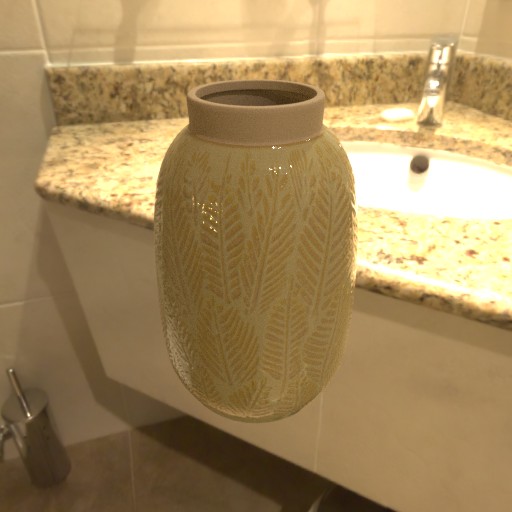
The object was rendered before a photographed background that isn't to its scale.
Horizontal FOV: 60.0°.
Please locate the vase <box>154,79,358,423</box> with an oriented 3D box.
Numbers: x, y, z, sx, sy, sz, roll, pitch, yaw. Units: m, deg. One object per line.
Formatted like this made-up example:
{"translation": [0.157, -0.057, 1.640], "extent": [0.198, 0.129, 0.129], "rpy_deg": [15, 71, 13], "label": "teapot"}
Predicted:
{"translation": [0.000, 0.000, 0.380], "extent": [0.172, 0.270, 0.172], "rpy_deg": [0, 32, 0], "label": "vase"}
